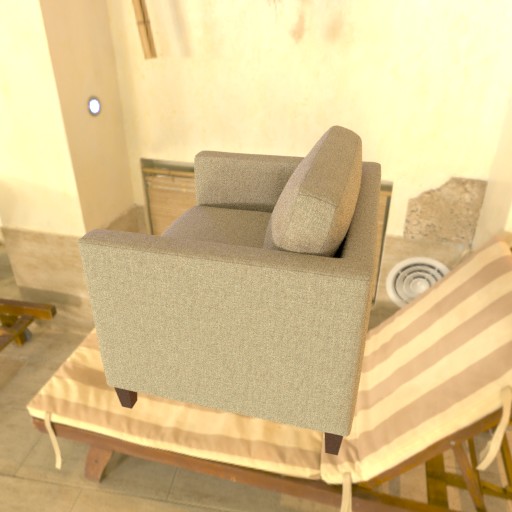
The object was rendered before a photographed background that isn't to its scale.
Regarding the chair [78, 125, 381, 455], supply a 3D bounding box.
[{"bbox_3d":[0.000,0.000,1.876,0.959,0.961,1.107,7,29,13],"label":"chair"}]
